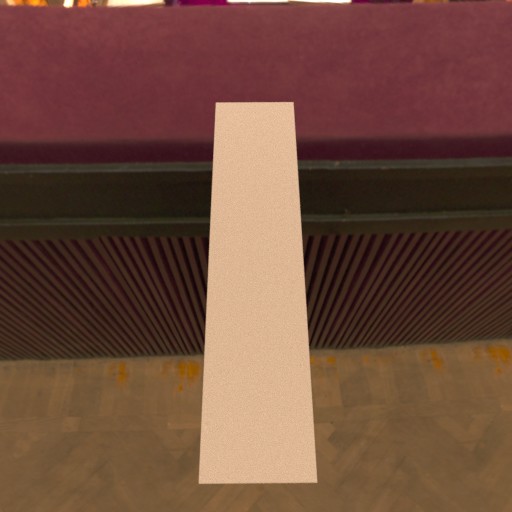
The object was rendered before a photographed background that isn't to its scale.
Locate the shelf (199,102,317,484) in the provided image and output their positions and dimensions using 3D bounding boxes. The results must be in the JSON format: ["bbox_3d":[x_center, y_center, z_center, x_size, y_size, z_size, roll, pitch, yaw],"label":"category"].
[{"bbox_3d":[0.000,0.000,0.668,0.140,0.020,0.610,0,63,0],"label":"shelf"}]
